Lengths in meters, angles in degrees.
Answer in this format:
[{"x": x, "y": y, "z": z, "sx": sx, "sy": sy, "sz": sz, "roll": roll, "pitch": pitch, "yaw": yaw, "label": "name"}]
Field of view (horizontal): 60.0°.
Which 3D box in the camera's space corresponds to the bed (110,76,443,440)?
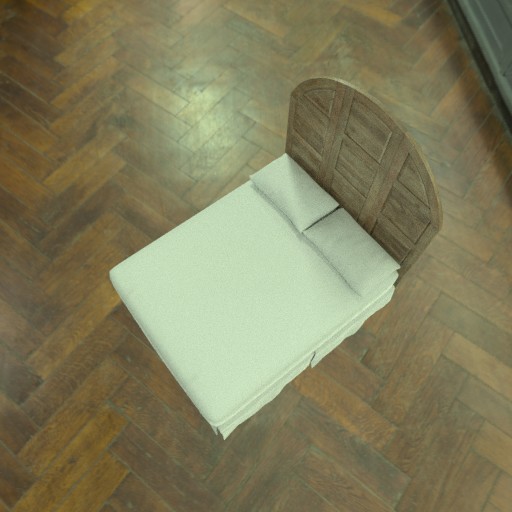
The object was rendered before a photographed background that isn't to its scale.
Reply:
[{"x": 0.000, "y": 0.000, "z": 3.514, "sx": 2.112, "sy": 2.002, "sz": 1.713, "roll": -35, "pitch": 69, "yaw": -16, "label": "bed"}]
